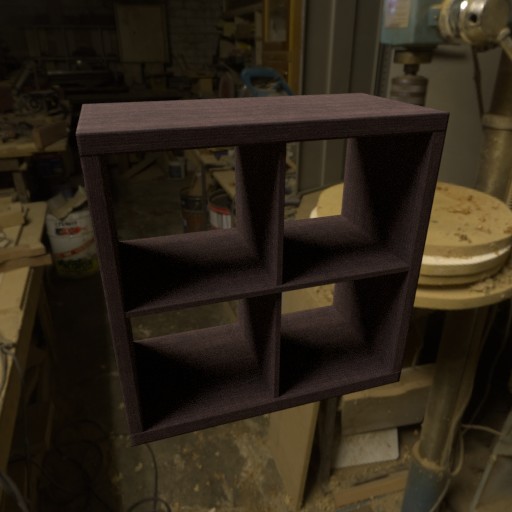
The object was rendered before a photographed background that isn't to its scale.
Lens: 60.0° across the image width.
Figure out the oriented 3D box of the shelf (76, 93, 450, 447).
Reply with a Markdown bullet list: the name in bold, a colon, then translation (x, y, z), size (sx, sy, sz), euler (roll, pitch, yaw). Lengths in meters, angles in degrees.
- **shelf**: translation (0.000, 0.000, 1.230), size (0.790, 0.786, 0.390), euler (-8, 28, -16)
